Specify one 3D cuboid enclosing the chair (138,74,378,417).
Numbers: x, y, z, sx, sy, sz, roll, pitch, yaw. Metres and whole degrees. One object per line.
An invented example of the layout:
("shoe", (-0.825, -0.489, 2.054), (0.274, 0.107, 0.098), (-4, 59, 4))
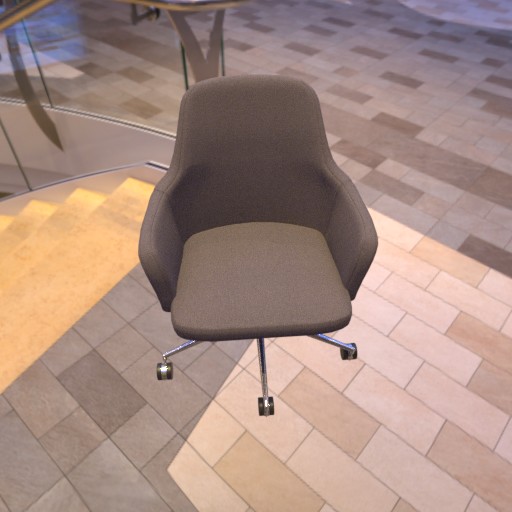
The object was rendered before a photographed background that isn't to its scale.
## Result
("chair", (0.000, 0.000, 1.269), (0.655, 0.820, 0.600), (-3, 45, -3))
